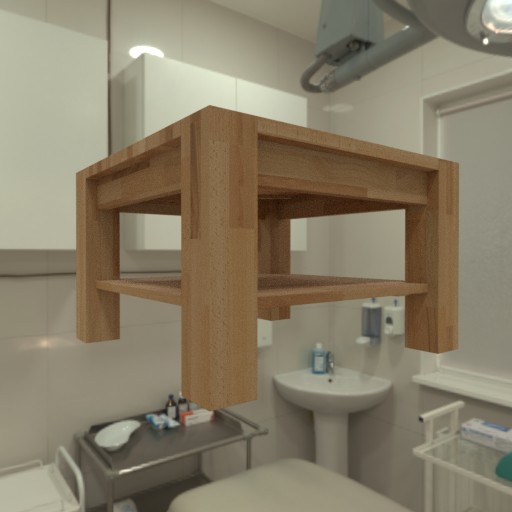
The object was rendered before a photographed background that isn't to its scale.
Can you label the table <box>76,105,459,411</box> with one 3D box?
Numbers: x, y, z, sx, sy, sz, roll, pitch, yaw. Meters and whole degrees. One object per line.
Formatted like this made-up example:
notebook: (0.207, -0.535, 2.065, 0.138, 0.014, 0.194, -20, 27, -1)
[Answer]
table: (0.000, 0.000, 1.139, 0.700, 0.451, 0.700, 0, 1, -37)
